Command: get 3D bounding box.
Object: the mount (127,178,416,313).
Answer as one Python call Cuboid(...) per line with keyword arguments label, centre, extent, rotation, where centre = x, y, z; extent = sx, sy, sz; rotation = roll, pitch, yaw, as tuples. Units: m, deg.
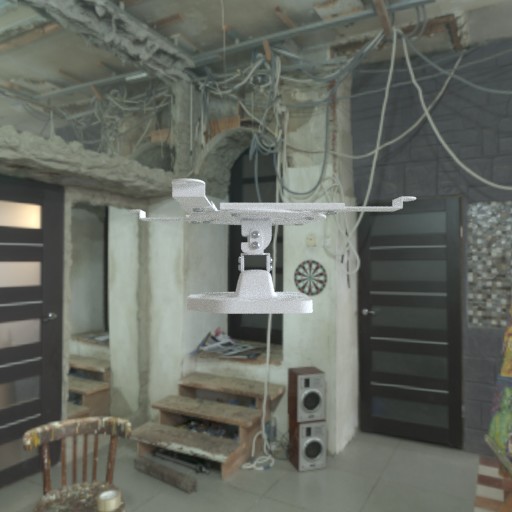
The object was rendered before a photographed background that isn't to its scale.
Cuboid(label="mount", centre=(0.000, 0.000, 0.616), extent=(0.394, 0.141, 0.394), rotation=(0, -1, -1))
